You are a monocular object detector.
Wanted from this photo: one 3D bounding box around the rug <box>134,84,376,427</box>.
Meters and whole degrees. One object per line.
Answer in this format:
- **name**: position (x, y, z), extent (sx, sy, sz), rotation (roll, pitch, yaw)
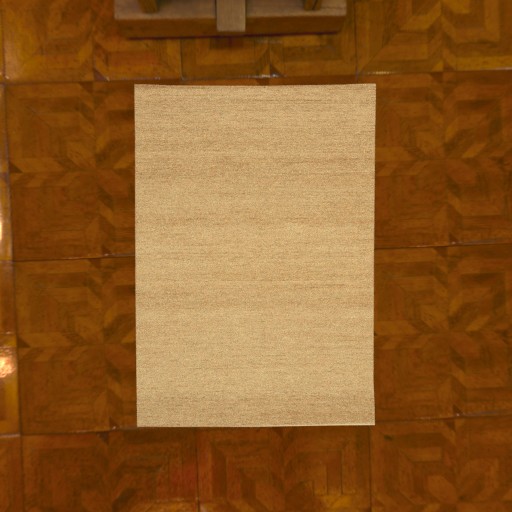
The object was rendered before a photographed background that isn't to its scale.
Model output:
- **rug**: position (0.000, 0.000, 2.940), extent (1.596, 0.030, 2.283), rotation (0, 91, -1)
